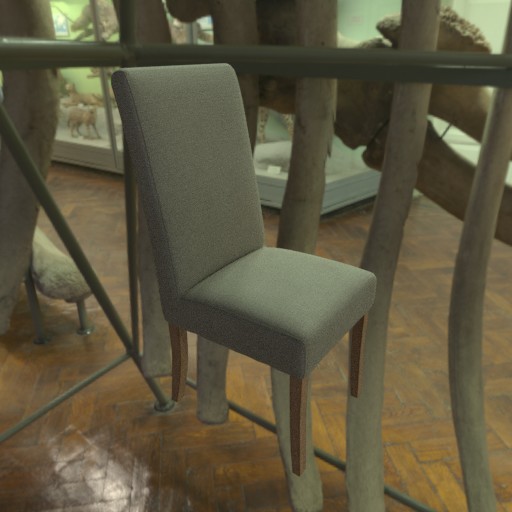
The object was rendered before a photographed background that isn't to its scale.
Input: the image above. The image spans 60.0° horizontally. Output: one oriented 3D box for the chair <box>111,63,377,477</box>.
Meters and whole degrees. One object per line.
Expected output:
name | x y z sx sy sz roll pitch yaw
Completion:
chair | 0.000 0.000 1.322 0.611 1.033 0.450 17 31 32
